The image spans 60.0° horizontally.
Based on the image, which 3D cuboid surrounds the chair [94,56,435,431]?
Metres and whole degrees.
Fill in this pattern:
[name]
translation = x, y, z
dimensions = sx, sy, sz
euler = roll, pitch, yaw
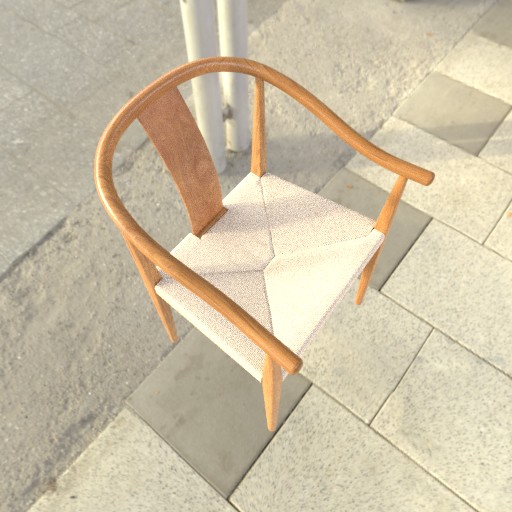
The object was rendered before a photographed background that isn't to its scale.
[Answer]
[chair]
translation = 0.000, 0.000, 1.170
dimensions = 0.579, 0.800, 0.556
euler = 33, 64, 18
